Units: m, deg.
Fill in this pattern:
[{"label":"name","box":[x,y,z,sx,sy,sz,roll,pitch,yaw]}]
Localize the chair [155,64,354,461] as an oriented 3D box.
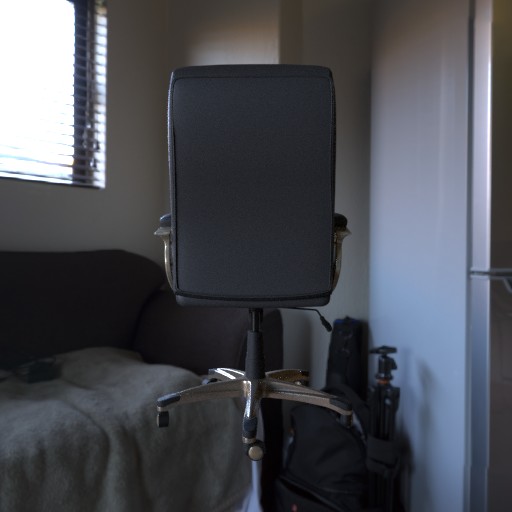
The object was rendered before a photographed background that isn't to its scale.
[{"label":"chair","box":[0.000,0.000,1.657,0.694,1.188,0.748,0,1,1]}]
